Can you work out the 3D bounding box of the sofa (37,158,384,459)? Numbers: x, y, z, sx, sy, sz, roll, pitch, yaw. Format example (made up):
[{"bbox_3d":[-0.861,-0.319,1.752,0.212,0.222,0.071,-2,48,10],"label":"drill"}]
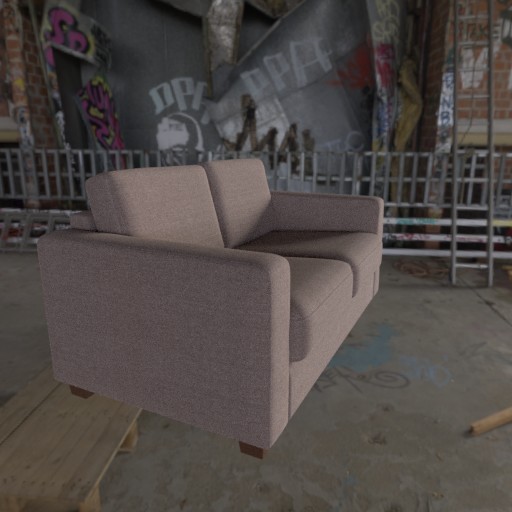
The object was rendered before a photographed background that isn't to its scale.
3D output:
[{"bbox_3d":[0.000,0.000,1.961,0.900,0.800,1.520,7,17,25],"label":"sofa"}]
